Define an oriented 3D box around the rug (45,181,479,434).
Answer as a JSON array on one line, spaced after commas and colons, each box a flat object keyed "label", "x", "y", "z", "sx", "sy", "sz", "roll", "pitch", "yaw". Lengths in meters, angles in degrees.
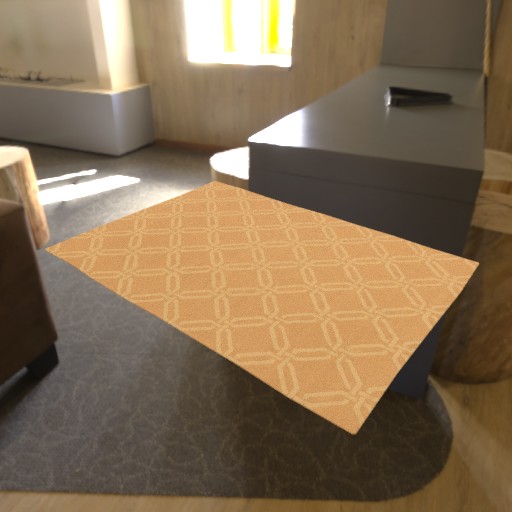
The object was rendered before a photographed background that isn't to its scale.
[{"label": "rug", "x": 0.000, "y": 0.000, "z": 2.642, "sx": 2.135, "sy": 0.013, "sz": 1.524, "roll": 22, "pitch": 37, "yaw": 33}]
